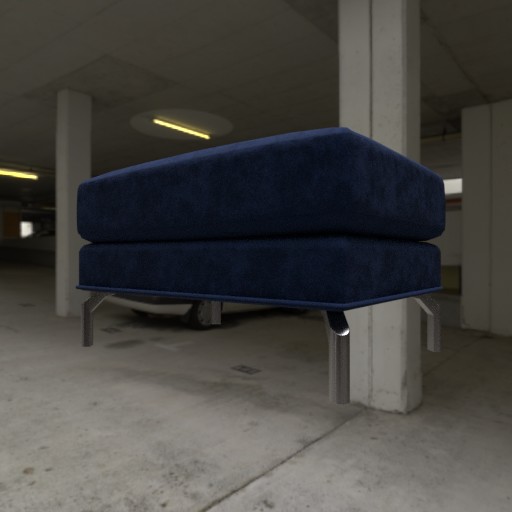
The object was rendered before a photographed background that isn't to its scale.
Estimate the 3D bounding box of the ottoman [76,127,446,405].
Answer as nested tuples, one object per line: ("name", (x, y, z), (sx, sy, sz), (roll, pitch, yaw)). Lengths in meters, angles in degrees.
("ottoman", (0.000, 0.000, 1.197), (0.835, 0.498, 0.587), (0, 0, 38))
